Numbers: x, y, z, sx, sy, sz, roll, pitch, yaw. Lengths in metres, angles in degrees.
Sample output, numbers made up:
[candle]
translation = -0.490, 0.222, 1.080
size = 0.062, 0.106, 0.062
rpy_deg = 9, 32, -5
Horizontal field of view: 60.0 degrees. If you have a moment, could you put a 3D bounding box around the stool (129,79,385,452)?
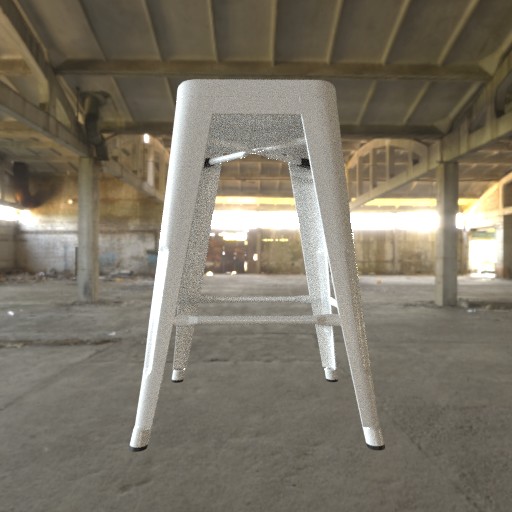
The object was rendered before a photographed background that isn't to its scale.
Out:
[stool]
translation = 0.000, 0.000, 0.895
size = 0.406, 0.610, 0.406
rpy_deg = 0, 0, -1
